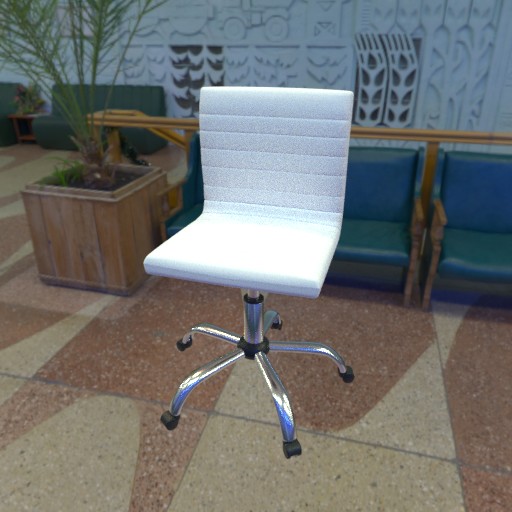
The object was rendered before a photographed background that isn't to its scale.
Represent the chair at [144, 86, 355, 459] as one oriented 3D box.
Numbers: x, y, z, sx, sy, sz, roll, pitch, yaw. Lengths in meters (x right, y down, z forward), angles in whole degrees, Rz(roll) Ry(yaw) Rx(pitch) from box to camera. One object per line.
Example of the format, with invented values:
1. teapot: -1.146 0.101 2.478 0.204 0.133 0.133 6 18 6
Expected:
1. chair: 0.000 0.000 1.128 0.556 0.780 0.530 7 27 15
